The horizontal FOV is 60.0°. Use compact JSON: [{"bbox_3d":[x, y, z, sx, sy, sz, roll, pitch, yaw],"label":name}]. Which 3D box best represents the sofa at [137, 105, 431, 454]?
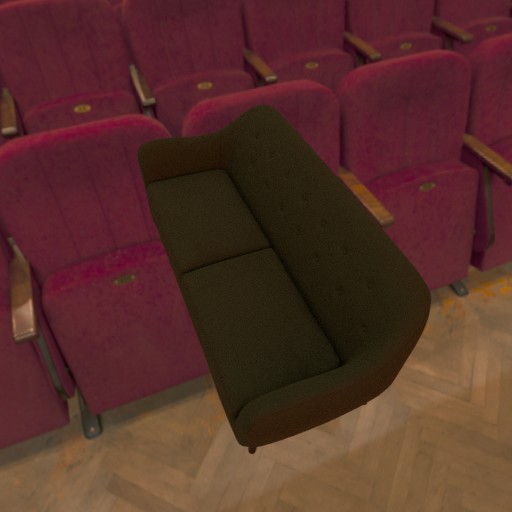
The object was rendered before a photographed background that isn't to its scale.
[{"bbox_3d":[0.000,0.000,2.282,0.820,0.836,1.840,-17,49,-15],"label":"sofa"}]
